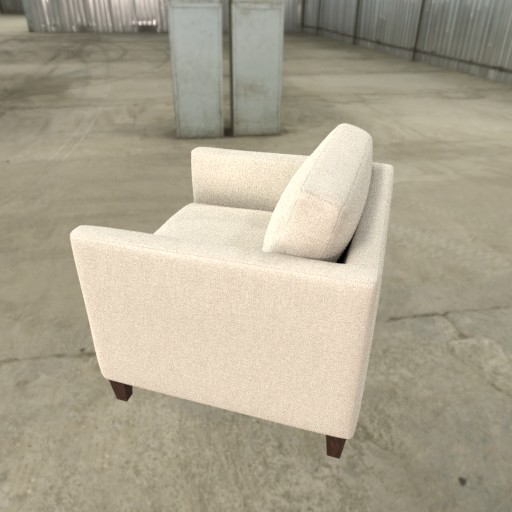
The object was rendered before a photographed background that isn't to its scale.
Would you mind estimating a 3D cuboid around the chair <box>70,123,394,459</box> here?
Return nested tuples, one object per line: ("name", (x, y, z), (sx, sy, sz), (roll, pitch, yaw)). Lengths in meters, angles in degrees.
("chair", (0.000, 0.000, 1.746), (0.959, 0.919, 0.996), (9, 31, 15))
